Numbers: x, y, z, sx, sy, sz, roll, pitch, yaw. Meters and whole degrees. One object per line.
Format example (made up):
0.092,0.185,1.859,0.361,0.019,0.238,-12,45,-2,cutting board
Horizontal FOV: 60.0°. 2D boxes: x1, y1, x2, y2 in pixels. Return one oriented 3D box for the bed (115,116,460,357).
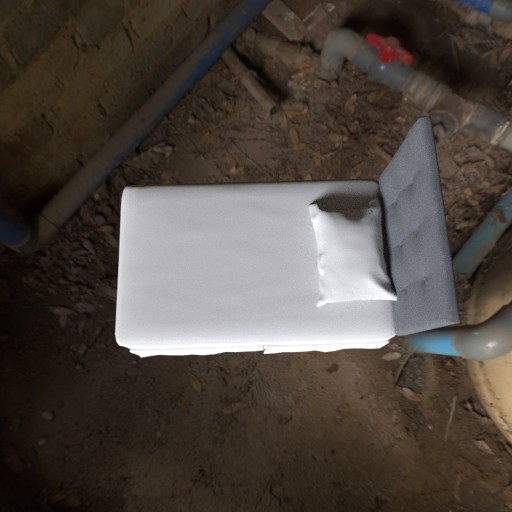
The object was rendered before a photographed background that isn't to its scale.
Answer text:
0.000,0.000,3.038,1.997,1.571,1.261,-2,76,0,bed
